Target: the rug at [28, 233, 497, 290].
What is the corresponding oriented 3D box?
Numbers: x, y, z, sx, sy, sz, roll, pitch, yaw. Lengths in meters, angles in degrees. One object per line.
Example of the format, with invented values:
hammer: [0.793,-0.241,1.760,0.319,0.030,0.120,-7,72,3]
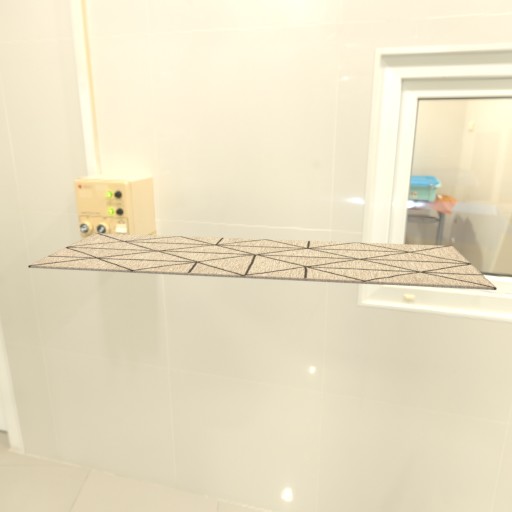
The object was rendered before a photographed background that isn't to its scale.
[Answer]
rug: [0.000,0.000,2.644,2.438,0.012,0.762,2,17,8]
